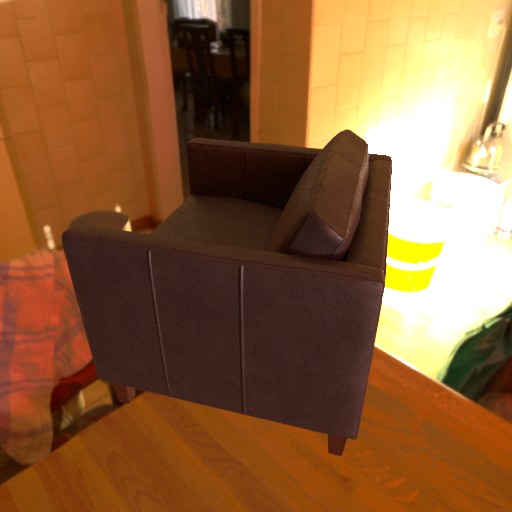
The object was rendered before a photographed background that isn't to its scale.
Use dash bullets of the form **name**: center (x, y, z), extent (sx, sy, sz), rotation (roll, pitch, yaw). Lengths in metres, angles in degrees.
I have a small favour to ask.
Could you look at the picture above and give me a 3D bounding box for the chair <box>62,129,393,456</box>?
- **chair**: center (0.000, 0.000, 1.594), extent (0.862, 0.811, 0.939), rotation (8, 32, 14)
